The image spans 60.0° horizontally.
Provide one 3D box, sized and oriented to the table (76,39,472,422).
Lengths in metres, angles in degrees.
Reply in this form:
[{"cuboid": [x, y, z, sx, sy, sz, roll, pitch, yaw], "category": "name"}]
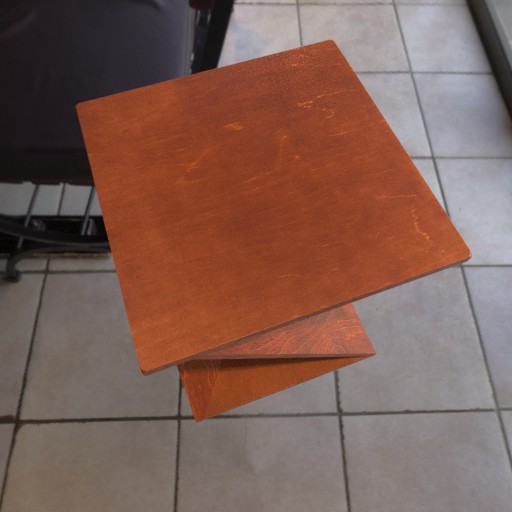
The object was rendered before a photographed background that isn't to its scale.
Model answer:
[{"cuboid": [0.000, 0.000, 0.847, 0.427, 0.520, 0.427, -18, 65, -9], "category": "table"}]
